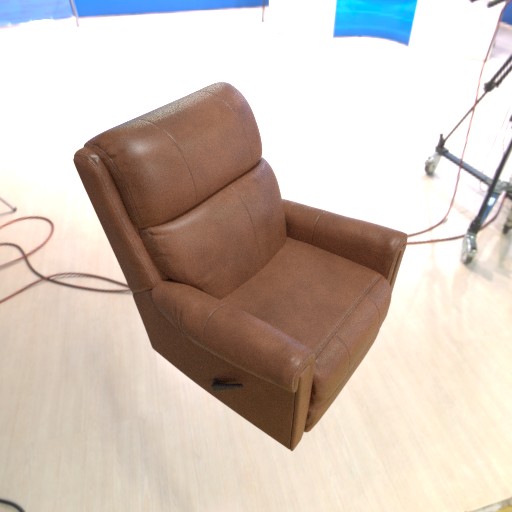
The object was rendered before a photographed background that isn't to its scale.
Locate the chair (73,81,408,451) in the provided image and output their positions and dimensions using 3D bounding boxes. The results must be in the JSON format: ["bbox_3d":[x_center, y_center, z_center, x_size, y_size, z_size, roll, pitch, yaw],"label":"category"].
[{"bbox_3d":[0.000,0.000,1.764,1.014,1.054,0.838,27,48,27],"label":"chair"}]
